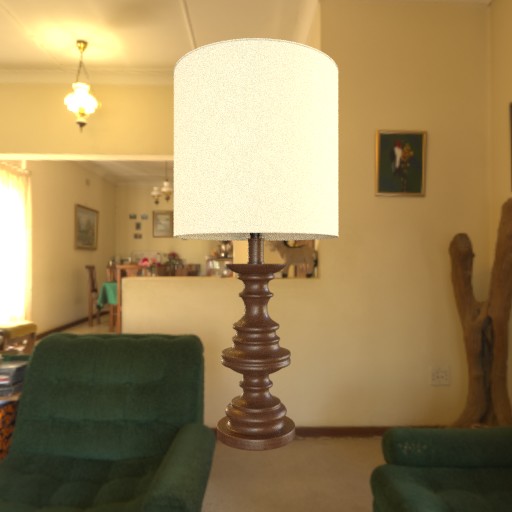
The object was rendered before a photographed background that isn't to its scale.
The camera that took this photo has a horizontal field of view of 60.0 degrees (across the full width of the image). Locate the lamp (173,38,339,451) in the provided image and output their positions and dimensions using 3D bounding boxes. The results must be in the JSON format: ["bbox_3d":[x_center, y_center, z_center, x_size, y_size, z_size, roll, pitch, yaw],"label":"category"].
[{"bbox_3d":[0.000,0.000,0.568,0.208,0.455,0.208,0,0,-18],"label":"lamp"}]
